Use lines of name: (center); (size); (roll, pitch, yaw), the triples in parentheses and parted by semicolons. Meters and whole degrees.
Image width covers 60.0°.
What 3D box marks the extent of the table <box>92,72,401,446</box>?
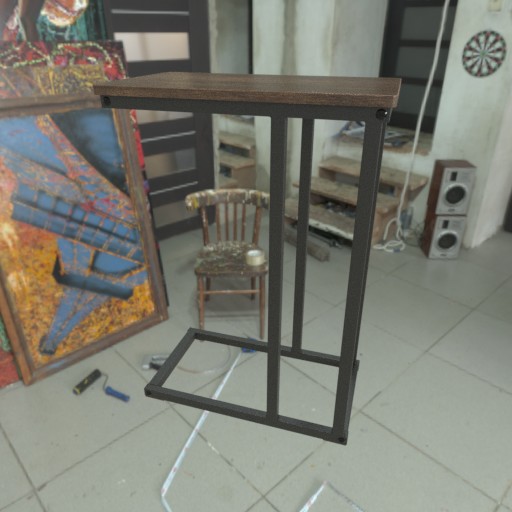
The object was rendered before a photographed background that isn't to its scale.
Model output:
table: (0.000, 0.000, 0.864); (0.450, 0.637, 0.254); (8, 28, 15)
